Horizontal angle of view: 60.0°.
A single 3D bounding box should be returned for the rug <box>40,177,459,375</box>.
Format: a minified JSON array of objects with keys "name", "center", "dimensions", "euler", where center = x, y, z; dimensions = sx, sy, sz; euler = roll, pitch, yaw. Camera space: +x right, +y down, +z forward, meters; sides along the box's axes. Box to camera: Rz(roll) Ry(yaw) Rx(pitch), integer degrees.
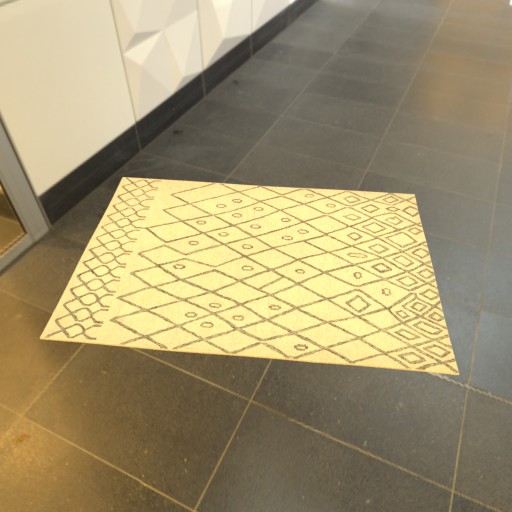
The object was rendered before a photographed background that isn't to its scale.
[{"name":"rug","center":[0.000,0.000,2.340],"dimensions":[1.828,0.015,1.222],"euler":[4,46,4]}]
